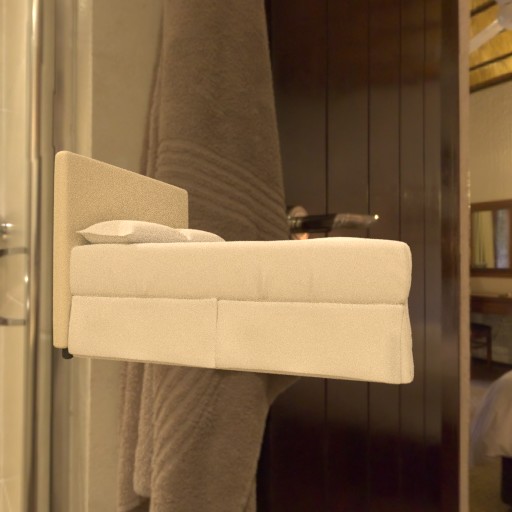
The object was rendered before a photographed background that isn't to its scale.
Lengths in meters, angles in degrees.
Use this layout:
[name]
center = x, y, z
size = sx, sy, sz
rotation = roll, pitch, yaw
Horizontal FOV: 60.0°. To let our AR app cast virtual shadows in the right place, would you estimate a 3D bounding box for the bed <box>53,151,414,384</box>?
[bed]
center = 0.000, 0.000, 3.233
size = 2.147, 1.330, 1.714
rotation = 0, -1, 19
